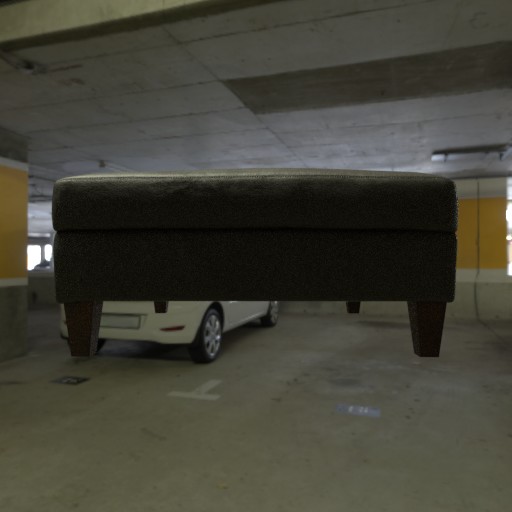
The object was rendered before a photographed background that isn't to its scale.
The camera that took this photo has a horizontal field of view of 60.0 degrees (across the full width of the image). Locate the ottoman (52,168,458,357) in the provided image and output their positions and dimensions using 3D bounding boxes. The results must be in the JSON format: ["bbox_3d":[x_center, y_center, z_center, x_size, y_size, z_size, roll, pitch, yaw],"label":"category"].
[{"bbox_3d":[0.000,0.000,1.281,0.836,0.415,0.844,0,0,1],"label":"ottoman"}]
